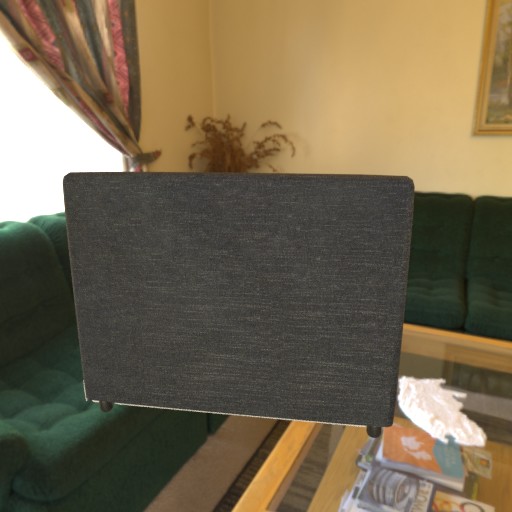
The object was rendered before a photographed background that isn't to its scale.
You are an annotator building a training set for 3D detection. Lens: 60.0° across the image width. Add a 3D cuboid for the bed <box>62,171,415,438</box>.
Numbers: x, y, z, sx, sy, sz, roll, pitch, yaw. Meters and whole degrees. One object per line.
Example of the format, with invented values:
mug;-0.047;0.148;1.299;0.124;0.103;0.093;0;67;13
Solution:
bed;0.000;0.000;3.184;1.723;1.330;2.142;2;15;8
